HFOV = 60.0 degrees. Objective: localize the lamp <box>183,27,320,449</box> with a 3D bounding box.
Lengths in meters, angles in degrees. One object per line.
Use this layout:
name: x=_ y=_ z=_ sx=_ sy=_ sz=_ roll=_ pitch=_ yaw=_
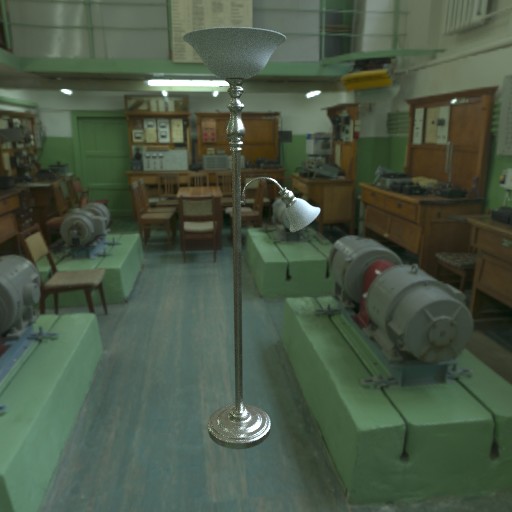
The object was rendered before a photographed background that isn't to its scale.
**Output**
lamp: x=0.000 y=0.000 z=2.000 sx=0.575 sy=1.785 sz=0.405 roll=-2 pitch=16 yaw=-9
